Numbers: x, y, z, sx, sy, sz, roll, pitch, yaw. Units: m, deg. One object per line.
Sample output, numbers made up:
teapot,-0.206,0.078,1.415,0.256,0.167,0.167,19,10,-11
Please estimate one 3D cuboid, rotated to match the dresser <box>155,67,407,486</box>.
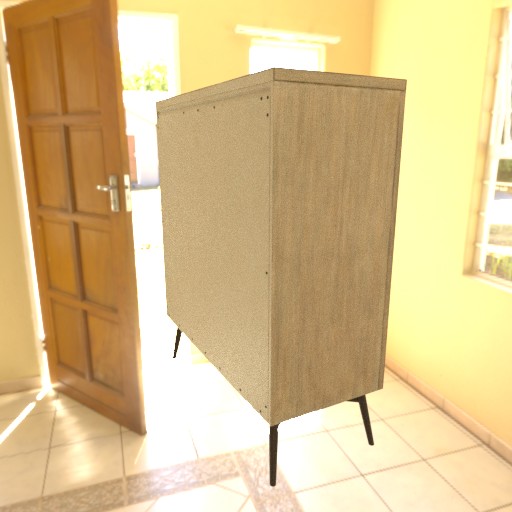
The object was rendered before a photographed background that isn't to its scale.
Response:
dresser,0.000,0.000,1.756,0.457,1.219,1.016,-7,16,-28
